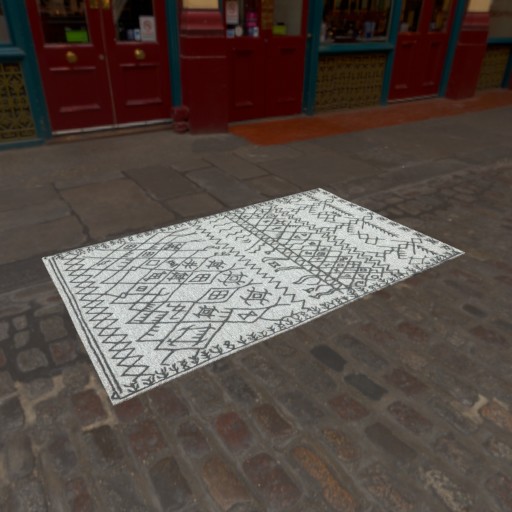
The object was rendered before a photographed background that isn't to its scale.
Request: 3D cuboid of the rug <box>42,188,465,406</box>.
[{"bbox_3d":[0.000,0.000,4.716,3.824,0.019,2.393,-18,33,-29],"label":"rug"}]
